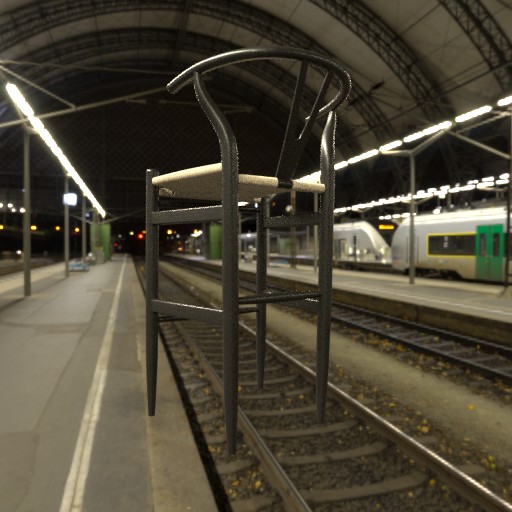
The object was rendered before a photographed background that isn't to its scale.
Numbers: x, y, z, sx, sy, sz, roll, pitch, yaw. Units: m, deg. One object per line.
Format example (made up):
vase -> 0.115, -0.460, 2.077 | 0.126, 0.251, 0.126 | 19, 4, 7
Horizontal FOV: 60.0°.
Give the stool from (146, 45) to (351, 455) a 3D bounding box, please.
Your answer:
stool -> 0.000, 0.000, 1.399 | 0.569, 1.072, 0.579 | -1, 1, -37
